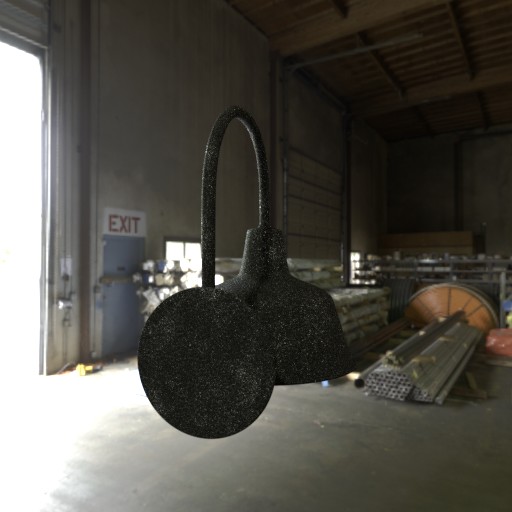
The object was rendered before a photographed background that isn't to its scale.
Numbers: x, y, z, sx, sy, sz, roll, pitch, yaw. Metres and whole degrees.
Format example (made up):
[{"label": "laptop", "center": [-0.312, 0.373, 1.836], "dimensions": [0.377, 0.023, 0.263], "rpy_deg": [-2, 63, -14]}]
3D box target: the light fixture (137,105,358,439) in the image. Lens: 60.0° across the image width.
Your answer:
[{"label": "light fixture", "center": [0.000, 0.000, 0.495], "dimensions": [0.216, 0.300, 0.283], "rpy_deg": [0, -1, 18]}]
